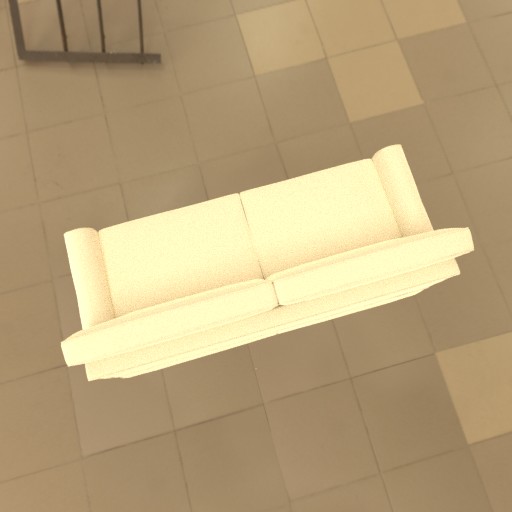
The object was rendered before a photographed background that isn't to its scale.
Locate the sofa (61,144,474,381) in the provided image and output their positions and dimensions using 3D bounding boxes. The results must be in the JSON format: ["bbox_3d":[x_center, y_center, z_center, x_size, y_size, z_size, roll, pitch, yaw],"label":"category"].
[{"bbox_3d":[0.000,0.000,2.493,2.021,0.937,0.862,-15,76,-4],"label":"sofa"}]
